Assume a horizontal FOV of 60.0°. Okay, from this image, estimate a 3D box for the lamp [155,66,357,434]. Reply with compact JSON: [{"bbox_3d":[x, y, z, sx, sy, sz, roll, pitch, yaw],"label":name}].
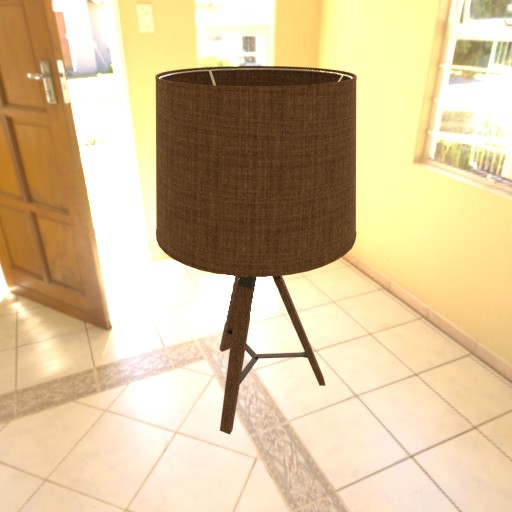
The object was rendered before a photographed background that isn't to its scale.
[{"bbox_3d":[0.000,0.000,0.674,0.290,0.514,0.290,0,28,0],"label":"lamp"}]
